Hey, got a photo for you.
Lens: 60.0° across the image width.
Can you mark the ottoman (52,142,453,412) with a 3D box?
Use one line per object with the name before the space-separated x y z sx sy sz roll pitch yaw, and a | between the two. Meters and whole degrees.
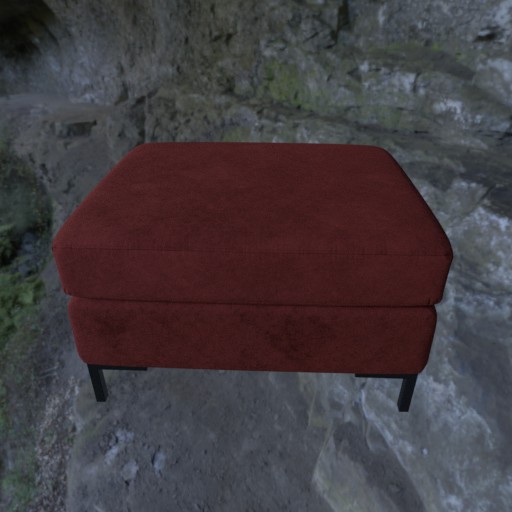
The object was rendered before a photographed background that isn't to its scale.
ottoman | 0.000 0.000 1.185 0.782 0.462 0.650 1 31 2
